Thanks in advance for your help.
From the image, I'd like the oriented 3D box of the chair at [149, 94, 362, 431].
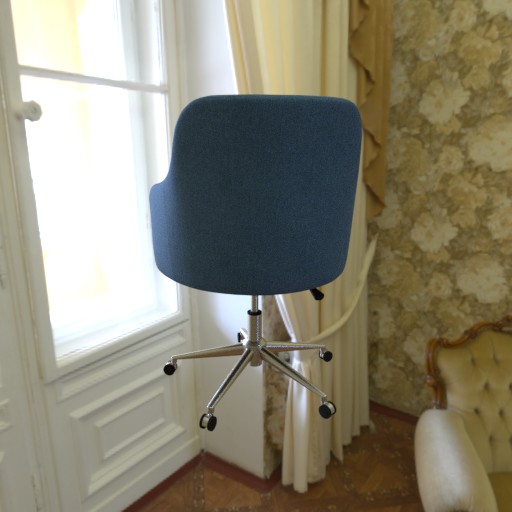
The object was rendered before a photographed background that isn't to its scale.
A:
[{"bbox_3d":[0.000,0.000,1.281,0.599,0.820,0.655,-2,14,-9],"label":"chair"}]
